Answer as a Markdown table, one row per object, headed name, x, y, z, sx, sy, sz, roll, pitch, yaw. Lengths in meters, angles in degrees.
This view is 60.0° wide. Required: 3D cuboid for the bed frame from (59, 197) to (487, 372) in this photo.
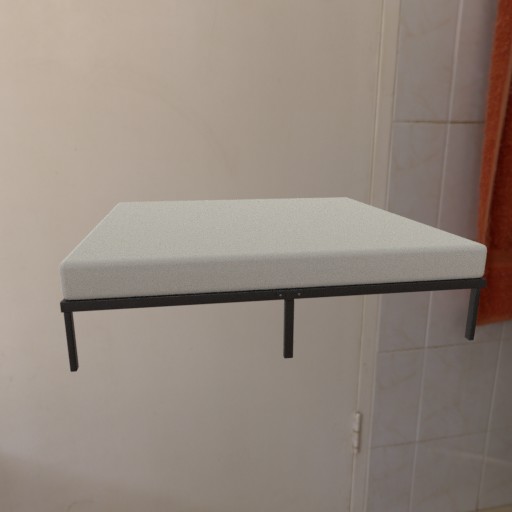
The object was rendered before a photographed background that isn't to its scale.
| name | x | y | z | sx | sy | sz | roll | pitch | yaw |
| --- | --- | --- | --- | --- | --- | --- | --- | --- | --- |
| bed frame | 0.000 | 0.000 | 3.897 | 2.635 | 0.680 | 2.526 | -2 | 15 | -9 |
